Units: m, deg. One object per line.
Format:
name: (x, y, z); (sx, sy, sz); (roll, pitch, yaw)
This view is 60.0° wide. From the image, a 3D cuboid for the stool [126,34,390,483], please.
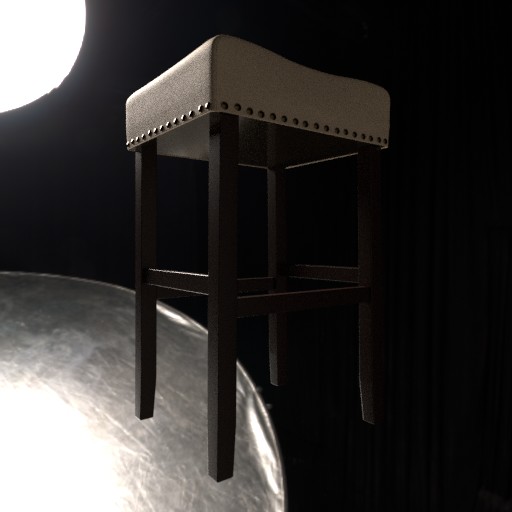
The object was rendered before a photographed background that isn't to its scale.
stool: (0.000, 0.000, 1.024); (0.471, 0.762, 0.401); (-1, 2, -37)
